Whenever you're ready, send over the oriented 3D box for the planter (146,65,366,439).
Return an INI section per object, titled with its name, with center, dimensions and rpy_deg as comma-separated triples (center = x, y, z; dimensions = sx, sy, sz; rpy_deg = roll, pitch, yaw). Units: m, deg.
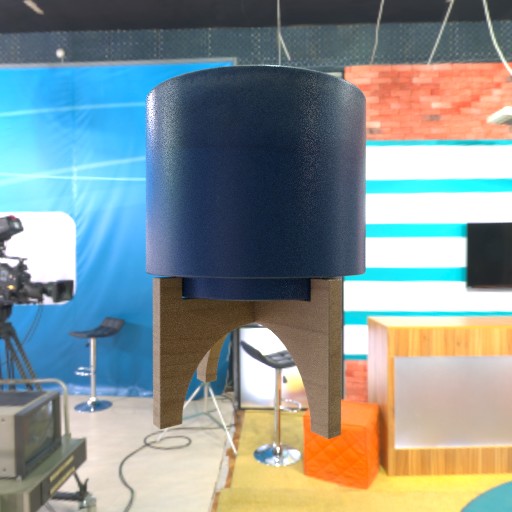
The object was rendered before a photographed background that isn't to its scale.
[planter]
center = 0.000, 0.000, 0.399
dimensions = 0.192, 0.263, 0.192
rpy_deg = 0, 1, 0
